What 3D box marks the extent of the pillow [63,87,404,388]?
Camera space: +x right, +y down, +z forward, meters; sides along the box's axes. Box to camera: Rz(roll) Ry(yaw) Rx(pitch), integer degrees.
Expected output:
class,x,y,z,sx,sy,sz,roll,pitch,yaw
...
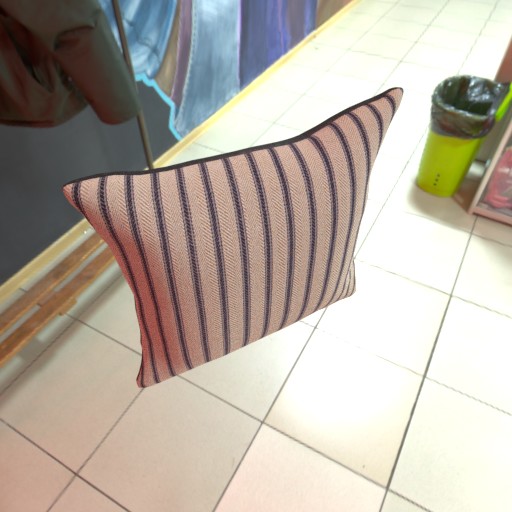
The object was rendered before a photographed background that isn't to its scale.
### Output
class,x,y,z,sx,sy,sz,roll,pitch,yaw
pillow,0.000,0.000,0.695,0.468,0.444,0.138,-21,50,-19
